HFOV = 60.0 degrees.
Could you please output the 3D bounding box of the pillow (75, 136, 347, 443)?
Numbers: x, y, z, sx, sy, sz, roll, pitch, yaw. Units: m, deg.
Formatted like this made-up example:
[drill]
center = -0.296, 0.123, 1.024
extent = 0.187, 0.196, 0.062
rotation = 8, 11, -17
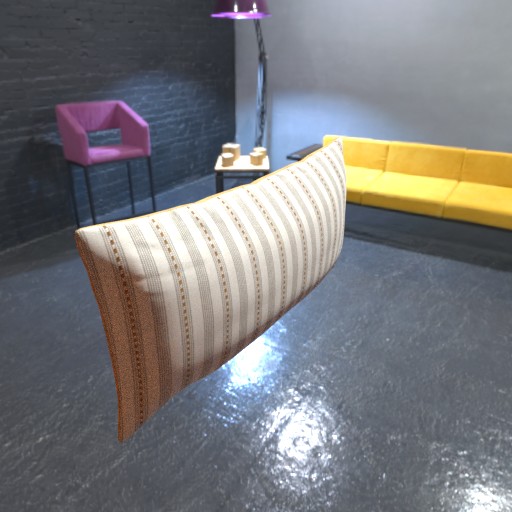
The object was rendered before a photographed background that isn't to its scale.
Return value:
[pillow]
center = 0.000, 0.000, 0.723
extent = 0.151, 0.291, 0.608
rotation = 17, 31, 31
